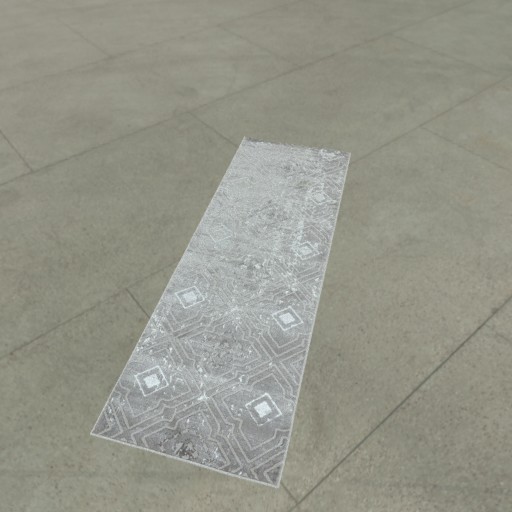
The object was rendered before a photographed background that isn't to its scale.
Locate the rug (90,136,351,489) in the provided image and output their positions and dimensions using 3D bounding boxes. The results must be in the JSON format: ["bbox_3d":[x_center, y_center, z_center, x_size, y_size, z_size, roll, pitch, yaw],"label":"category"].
[{"bbox_3d":[0.000,0.000,2.603,0.832,0.035,2.381,11,48,10],"label":"rug"}]
